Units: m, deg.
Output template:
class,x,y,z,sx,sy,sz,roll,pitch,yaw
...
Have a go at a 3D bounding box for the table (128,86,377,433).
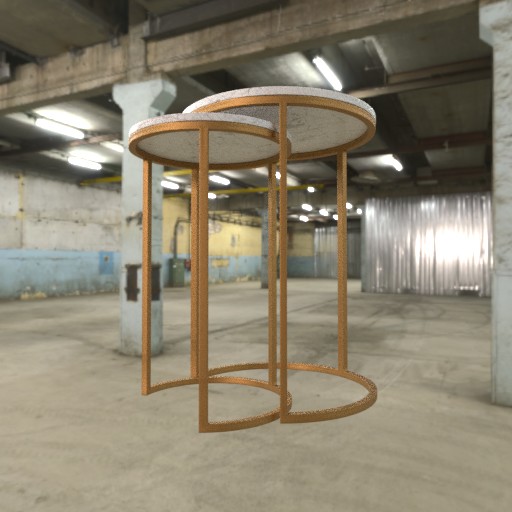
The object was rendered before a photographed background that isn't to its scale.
class,x,y,z,sx,sy,sz,roll,pitch,yaw
table,0.000,0.000,0.891,0.507,0.550,0.400,1,-2,-35
